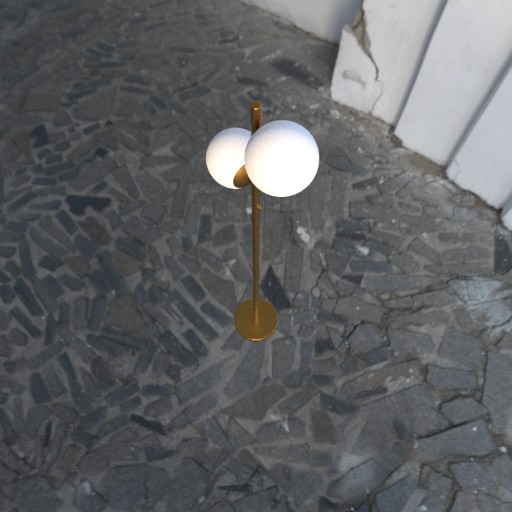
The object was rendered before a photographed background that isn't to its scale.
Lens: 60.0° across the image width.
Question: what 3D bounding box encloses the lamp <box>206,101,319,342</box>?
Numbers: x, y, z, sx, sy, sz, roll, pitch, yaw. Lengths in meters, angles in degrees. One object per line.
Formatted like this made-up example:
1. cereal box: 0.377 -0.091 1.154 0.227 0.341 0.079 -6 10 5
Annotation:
1. lamp: 0.000 0.000 1.817 0.249 1.641 0.419 -32 67 -15
